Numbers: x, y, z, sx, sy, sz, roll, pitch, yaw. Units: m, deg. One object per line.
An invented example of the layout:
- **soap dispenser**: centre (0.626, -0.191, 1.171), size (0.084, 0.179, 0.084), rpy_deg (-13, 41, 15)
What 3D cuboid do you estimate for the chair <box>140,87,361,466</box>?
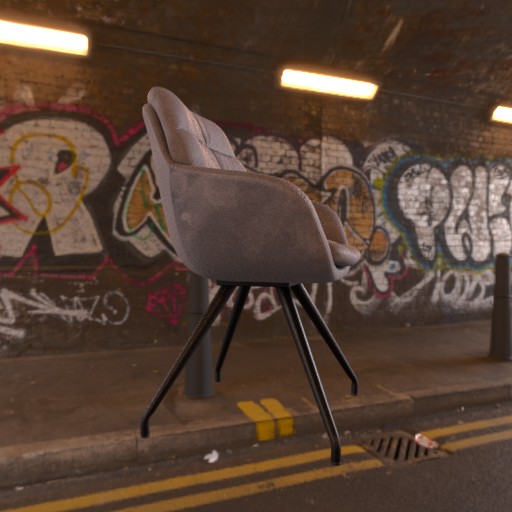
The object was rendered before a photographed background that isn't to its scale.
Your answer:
- **chair**: centre (0.000, 0.000, 1.255), size (0.569, 0.888, 0.579), rpy_deg (0, 1, 17)
